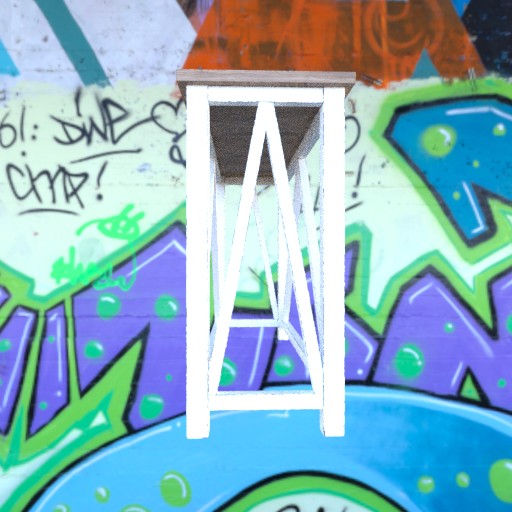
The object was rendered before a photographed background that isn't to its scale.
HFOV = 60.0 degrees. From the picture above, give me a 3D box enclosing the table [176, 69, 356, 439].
[{"bbox_3d":[0.000,0.000,1.808,0.450,0.930,1.400,0,0,-2],"label":"table"}]
